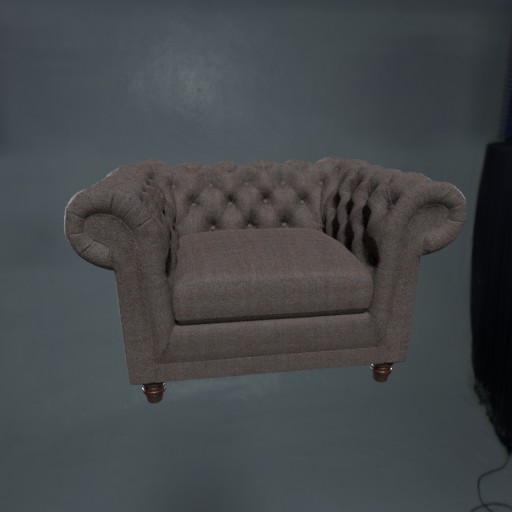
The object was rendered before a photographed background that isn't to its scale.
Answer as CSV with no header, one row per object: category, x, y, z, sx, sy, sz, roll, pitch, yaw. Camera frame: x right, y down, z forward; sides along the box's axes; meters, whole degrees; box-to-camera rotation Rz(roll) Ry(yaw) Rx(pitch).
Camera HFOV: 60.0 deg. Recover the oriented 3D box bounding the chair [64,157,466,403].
chair,0.000,0.000,1.884,1.298,0.780,0.945,-3,17,-9
